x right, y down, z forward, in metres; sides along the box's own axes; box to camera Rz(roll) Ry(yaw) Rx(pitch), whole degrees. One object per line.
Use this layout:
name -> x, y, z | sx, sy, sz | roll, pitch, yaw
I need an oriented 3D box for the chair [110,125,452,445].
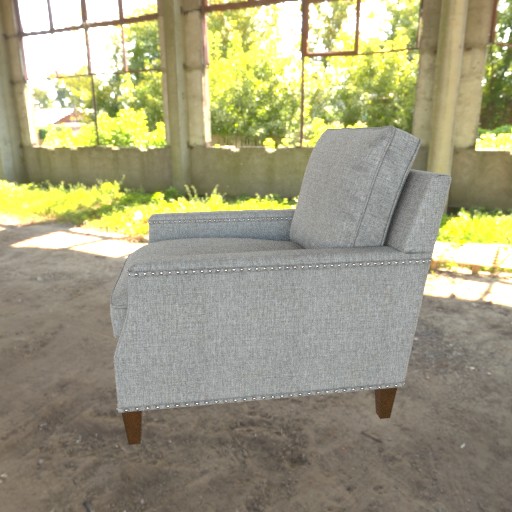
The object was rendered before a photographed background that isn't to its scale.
chair -> 0.000, 0.000, 1.679 | 1.014, 0.943, 0.853 | -2, 15, -9
